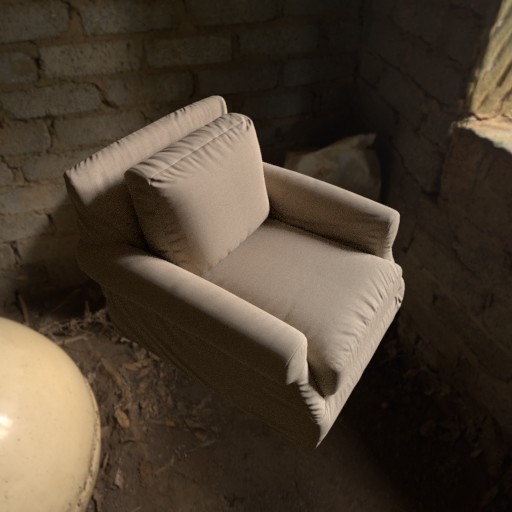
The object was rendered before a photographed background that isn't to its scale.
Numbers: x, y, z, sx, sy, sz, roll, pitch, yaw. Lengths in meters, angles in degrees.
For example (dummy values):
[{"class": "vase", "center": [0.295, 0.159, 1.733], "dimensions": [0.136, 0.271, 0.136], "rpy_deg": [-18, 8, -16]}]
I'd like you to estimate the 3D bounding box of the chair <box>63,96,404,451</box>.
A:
[{"class": "chair", "center": [0.000, 0.000, 1.761], "dimensions": [1.066, 0.866, 0.940], "rpy_deg": [24, 47, 25]}]
